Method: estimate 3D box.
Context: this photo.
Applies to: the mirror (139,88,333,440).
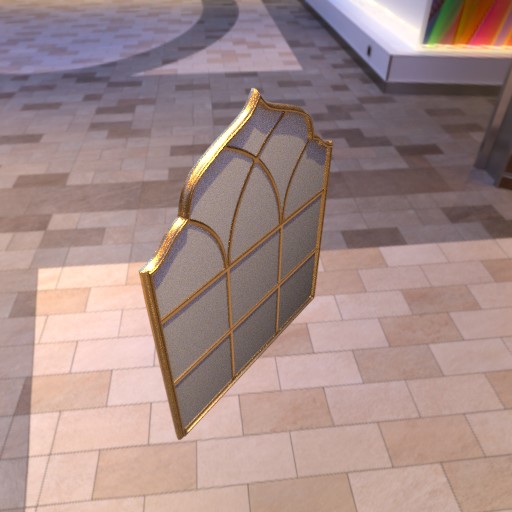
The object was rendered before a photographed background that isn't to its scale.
[{"bbox_3d":[0.000,0.000,0.849,0.018,0.635,0.513,26,47,28],"label":"mirror"}]
